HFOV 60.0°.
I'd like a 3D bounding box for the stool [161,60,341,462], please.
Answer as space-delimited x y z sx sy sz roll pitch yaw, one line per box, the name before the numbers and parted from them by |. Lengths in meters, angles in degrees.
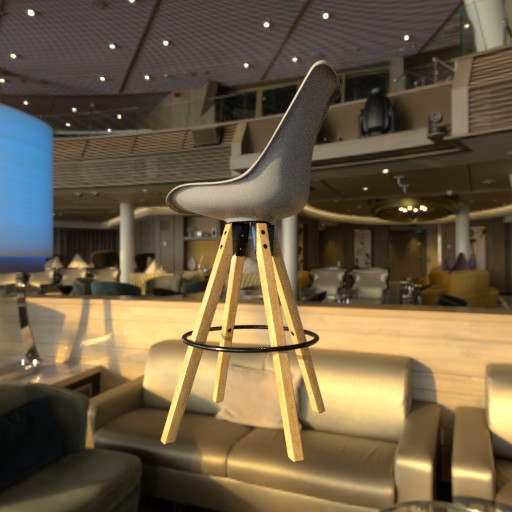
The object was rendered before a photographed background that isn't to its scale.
stool | 0.000 0.000 1.455 0.550 1.115 0.485 0 -1 17
